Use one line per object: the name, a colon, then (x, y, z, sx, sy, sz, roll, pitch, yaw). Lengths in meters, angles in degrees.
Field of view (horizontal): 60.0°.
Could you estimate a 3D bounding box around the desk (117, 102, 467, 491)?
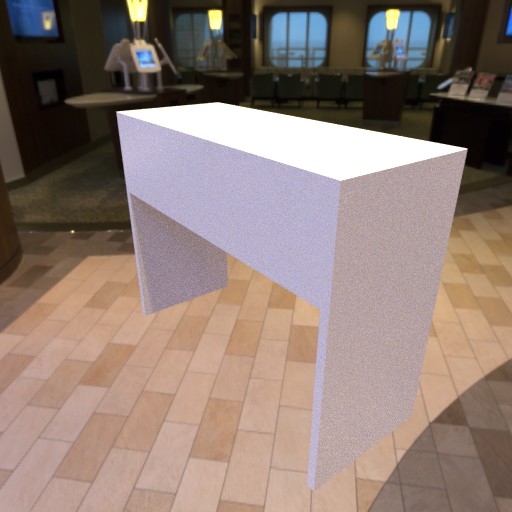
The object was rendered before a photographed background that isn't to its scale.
desk: (0.000, 0.000, 1.389, 0.400, 0.790, 1.000, -18, 31, -33)
